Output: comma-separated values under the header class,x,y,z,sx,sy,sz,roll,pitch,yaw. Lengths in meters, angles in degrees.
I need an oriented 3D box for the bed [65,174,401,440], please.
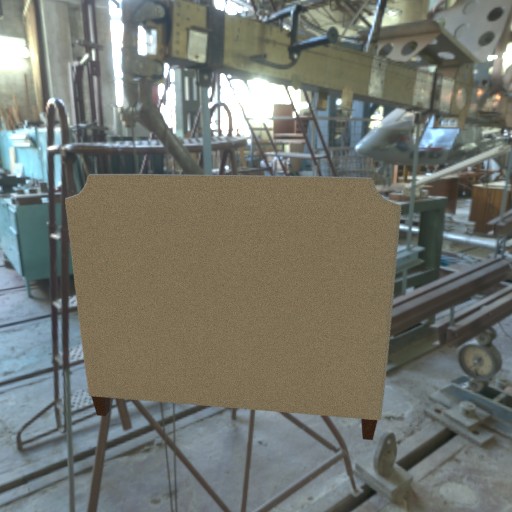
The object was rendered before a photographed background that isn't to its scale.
class,x,y,z,sx,sy,sz,roll,pitch,yaw
bed,0.000,0.000,3.456,1.713,1.443,2.372,2,16,8
